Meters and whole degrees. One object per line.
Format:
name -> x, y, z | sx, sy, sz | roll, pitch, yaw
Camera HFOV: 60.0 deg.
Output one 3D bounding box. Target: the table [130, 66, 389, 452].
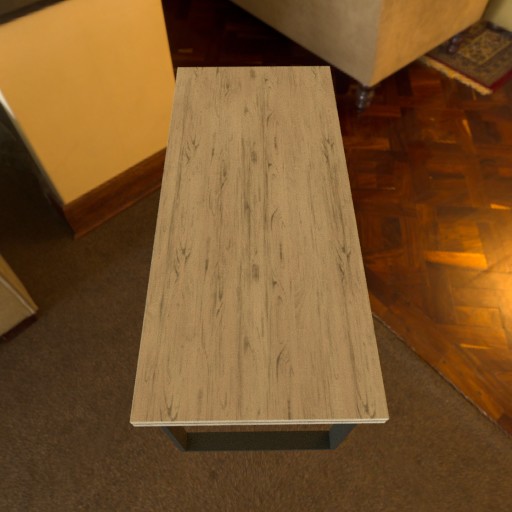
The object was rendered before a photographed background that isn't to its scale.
table -> 0.000, 0.000, 2.217 | 0.795, 0.899, 1.778 | -1, 57, 0
